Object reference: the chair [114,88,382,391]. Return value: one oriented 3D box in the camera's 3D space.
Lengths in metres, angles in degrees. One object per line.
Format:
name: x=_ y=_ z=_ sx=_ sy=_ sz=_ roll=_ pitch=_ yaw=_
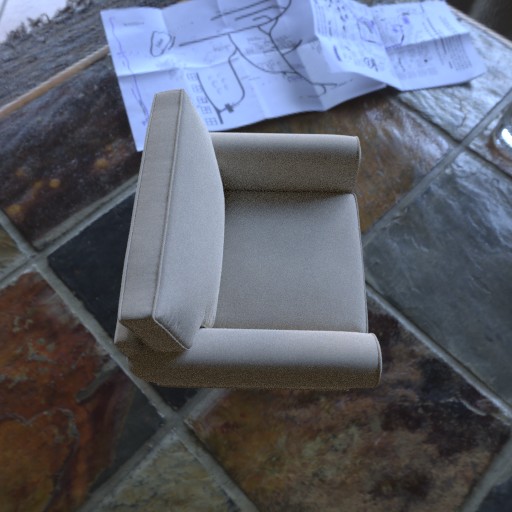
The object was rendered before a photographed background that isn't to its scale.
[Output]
chair: x=0.000 y=0.000 z=1.772 sx=0.863 sy=0.955 sz=1.040 roll=1 pitch=64 yaw=1
